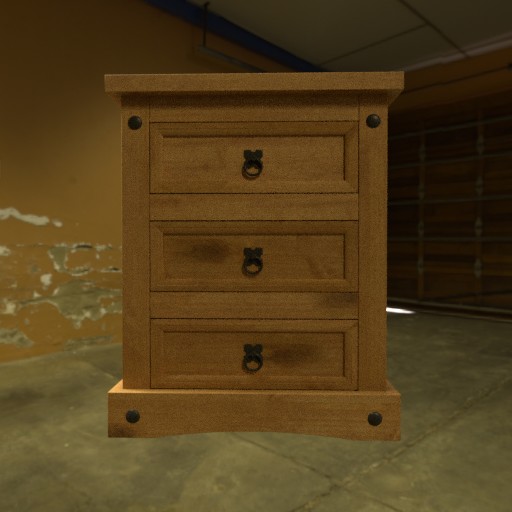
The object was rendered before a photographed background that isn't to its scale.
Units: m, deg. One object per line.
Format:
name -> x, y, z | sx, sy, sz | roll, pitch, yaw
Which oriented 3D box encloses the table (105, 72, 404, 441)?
table -> 0.000, 0.000, 1.229 | 0.660, 0.813, 0.500 | 0, 1, 2
